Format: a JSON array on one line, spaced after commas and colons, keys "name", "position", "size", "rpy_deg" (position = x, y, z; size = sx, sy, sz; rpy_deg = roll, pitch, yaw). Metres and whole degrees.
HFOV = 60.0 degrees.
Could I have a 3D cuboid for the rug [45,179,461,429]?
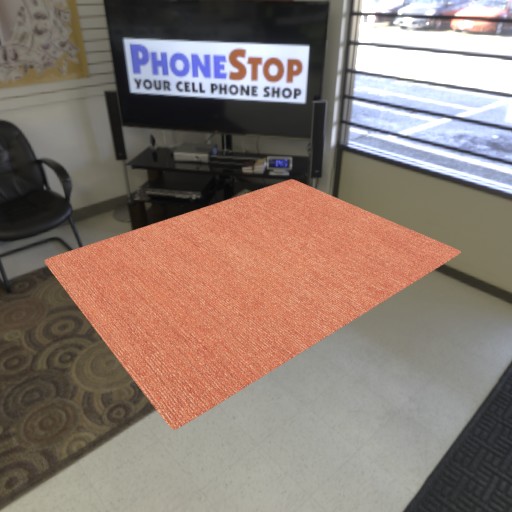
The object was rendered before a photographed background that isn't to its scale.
[{"name": "rug", "position": [0.000, 0.000, 2.790], "size": [2.112, 0.009, 1.594], "rpy_deg": [-23, 38, -32]}]
